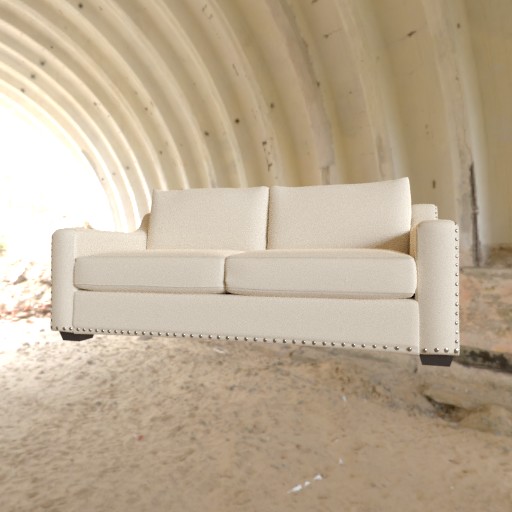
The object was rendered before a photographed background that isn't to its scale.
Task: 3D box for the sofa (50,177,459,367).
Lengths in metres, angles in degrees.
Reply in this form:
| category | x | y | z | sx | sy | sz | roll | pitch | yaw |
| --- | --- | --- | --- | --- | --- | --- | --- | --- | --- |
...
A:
| category | x | y | z | sx | sy | sz | roll | pitch | yaw |
| --- | --- | --- | --- | --- | --- | --- | --- | --- | --- |
| sofa | 0.000 | 0.000 | 2.286 | 1.812 | 0.830 | 0.949 | 0 | 0 | 17 |
